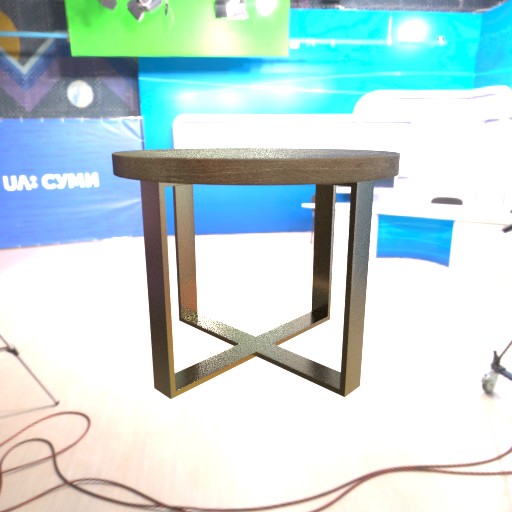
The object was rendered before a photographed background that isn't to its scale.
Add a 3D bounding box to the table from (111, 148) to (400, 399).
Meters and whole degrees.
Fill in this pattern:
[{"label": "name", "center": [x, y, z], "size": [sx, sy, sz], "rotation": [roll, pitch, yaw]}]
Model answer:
[{"label": "table", "center": [0.000, 0.000, 0.953], "size": [0.557, 0.437, 0.557], "rotation": [0, 15, 0]}]
